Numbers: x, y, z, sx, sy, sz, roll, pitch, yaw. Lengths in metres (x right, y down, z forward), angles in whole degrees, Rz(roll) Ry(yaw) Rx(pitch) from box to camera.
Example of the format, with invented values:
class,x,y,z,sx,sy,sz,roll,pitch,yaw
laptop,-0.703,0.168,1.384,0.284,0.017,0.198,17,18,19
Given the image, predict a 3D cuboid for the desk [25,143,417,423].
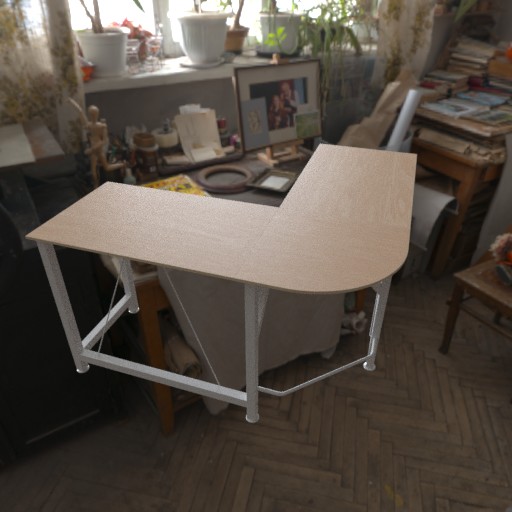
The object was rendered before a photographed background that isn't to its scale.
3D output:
class,x,y,z,sx,sy,sz,roll,pitch,yaw
desk,0.000,0.000,2.279,1.400,0.762,1.400,10,35,15
